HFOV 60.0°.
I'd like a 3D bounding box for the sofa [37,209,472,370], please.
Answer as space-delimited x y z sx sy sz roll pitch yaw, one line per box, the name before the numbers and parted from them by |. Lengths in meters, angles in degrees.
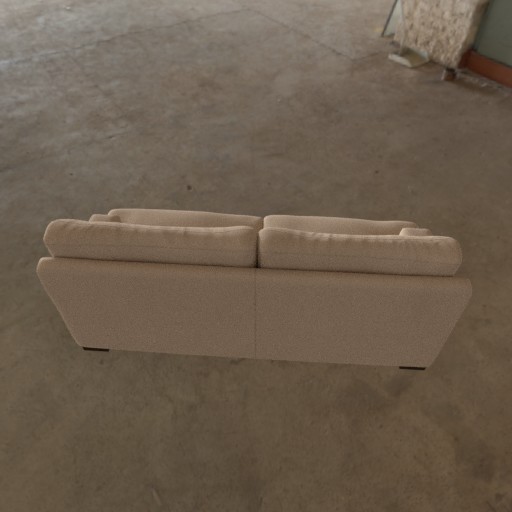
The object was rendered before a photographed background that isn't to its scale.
sofa | 0.000 0.000 2.662 2.147 0.925 0.929 3 46 3
